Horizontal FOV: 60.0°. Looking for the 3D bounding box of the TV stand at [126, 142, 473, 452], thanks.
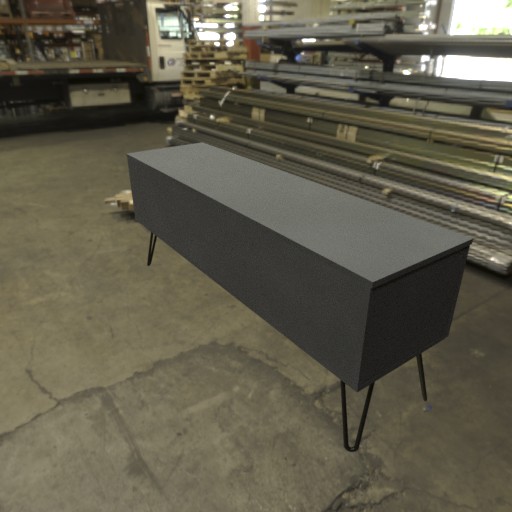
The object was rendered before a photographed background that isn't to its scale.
[{"bbox_3d":[0.000,0.000,1.678,0.400,0.560,1.400,-18,32,-32],"label":"TV stand"}]
